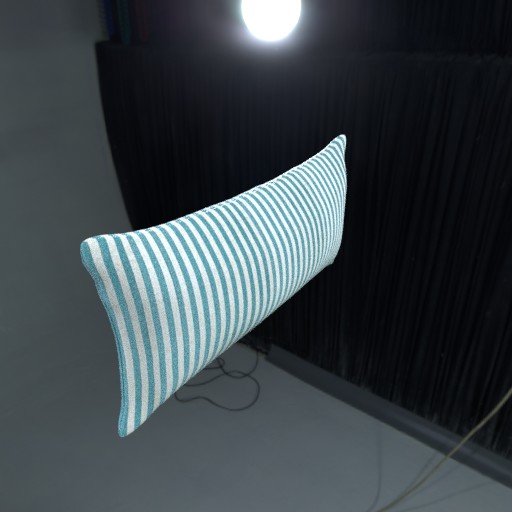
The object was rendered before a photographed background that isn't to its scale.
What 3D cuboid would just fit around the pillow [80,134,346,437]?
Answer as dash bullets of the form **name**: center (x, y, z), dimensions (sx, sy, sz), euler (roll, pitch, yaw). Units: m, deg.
- **pillow**: center (0.000, 0.000, 0.745), dimensions (0.151, 0.295, 0.617), euler (19, 33, 31)
